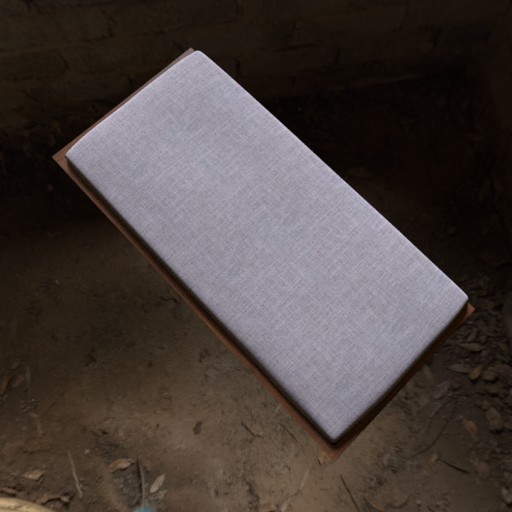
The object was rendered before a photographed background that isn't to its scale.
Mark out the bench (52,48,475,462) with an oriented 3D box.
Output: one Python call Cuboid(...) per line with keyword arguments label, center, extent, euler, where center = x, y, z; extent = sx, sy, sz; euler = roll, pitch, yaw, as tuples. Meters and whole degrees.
Cuboid(label="bench", center=(0.000, 0.000, 0.994), extent=(0.362, 0.461, 0.734), euler=(-43, 79, -10))
